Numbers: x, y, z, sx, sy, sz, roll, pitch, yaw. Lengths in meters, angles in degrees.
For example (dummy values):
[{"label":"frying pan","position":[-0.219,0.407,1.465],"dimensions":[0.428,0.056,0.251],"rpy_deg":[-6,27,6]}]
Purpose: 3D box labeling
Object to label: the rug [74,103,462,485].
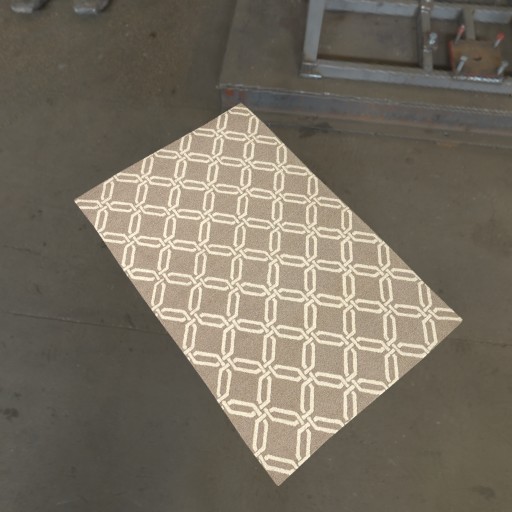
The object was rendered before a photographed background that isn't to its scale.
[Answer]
[{"label":"rug","position":[0.000,0.000,2.240],"dimensions":[1.142,0.010,1.748],"rpy_deg":[-35,69,-15]}]
